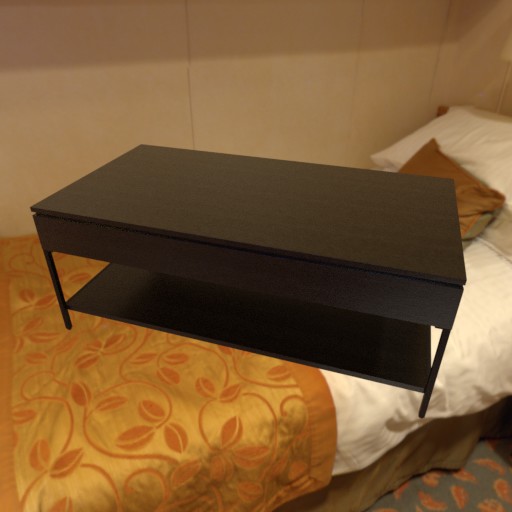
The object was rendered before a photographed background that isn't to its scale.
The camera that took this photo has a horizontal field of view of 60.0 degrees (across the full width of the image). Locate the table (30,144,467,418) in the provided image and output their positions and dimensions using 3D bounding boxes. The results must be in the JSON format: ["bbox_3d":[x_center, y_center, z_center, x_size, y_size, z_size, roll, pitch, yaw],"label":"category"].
[{"bbox_3d":[0.000,0.000,1.394,1.095,0.435,0.574,10,33,16],"label":"table"}]
